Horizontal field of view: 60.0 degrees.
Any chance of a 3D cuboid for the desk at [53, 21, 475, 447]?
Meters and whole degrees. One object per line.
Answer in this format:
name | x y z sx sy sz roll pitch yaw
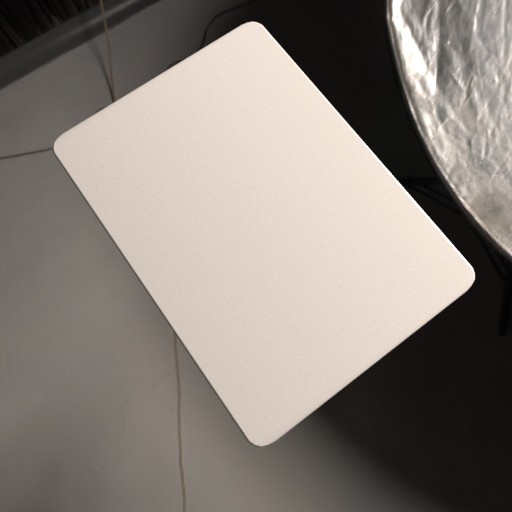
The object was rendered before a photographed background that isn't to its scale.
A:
desk | 0.000 0.000 1.296 0.549 0.800 0.762 -35 78 -8
